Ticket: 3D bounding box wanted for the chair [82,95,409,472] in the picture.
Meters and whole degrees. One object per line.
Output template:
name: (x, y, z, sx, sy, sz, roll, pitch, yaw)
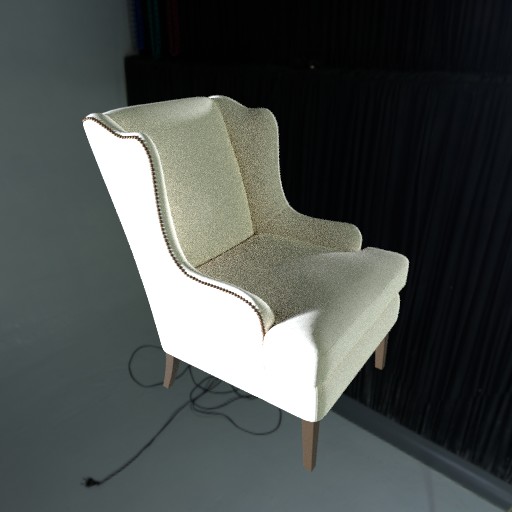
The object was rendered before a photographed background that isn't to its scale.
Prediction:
chair: (0.000, 0.000, 1.637, 0.940, 1.029, 0.737, 18, 31, 32)
